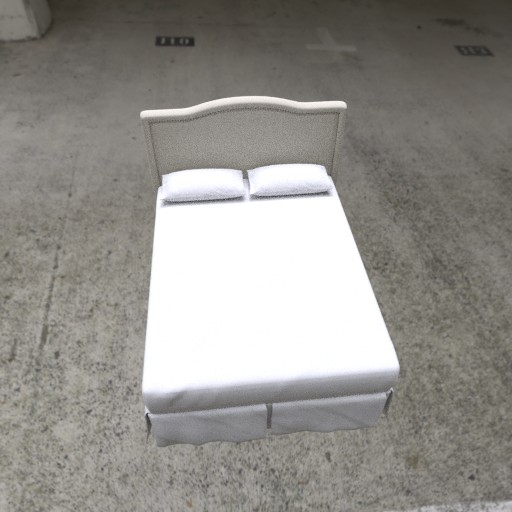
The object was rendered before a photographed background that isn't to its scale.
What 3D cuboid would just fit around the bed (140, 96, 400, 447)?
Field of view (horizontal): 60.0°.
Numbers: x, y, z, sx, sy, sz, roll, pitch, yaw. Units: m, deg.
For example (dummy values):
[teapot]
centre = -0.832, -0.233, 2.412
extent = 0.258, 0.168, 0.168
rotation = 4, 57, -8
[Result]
[bed]
centre = 0.000, 0.000, 3.319
extent = 1.741, 1.449, 2.196
rotation = -4, 47, -4
